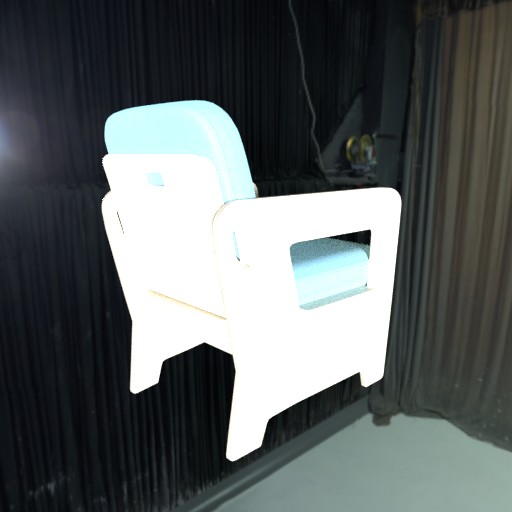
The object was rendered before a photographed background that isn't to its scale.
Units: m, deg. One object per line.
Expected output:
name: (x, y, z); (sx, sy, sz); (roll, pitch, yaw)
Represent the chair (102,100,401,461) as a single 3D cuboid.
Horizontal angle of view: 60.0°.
chair: (0.000, 0.000, 1.291); (0.590, 0.800, 0.710); (12, 18, 43)
